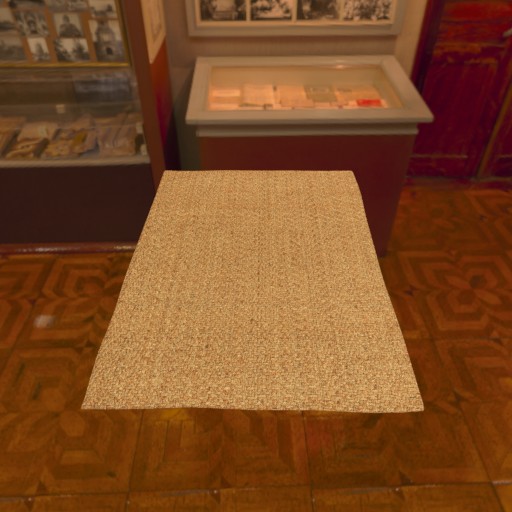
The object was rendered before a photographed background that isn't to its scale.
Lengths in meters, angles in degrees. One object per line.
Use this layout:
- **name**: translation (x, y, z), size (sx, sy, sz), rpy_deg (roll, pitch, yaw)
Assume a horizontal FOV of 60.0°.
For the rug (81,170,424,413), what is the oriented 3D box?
- **rug**: translation (0.000, 0.000, 2.780), size (1.566, 0.013, 2.141), rpy_deg (0, 40, 0)
